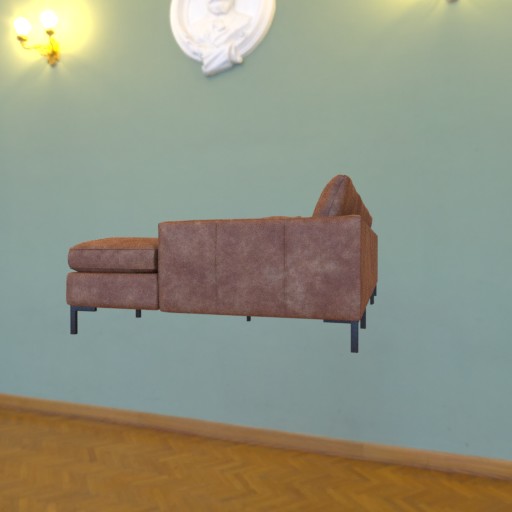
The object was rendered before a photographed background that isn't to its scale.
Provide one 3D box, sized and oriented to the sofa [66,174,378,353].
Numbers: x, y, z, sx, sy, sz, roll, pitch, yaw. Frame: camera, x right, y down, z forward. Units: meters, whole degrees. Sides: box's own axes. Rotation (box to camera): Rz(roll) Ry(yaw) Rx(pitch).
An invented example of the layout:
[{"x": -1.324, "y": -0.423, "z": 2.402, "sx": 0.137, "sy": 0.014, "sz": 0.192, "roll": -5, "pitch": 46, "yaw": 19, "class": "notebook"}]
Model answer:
[{"x": 0.000, "y": 0.000, "z": 3.773, "sx": 1.939, "sy": 0.900, "sz": 2.956, "roll": 0, "pitch": 1, "yaw": 17, "class": "sofa"}]
